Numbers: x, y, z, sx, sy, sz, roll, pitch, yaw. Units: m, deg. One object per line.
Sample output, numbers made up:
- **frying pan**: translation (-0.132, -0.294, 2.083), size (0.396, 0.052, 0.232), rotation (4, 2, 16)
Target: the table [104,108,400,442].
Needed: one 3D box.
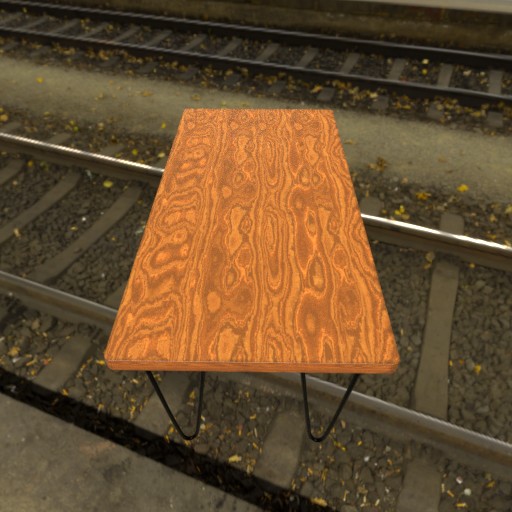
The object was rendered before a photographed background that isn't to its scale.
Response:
- **table**: translation (0.000, 0.000, 2.223), size (0.883, 0.753, 1.791), rotation (1, 42, 1)
